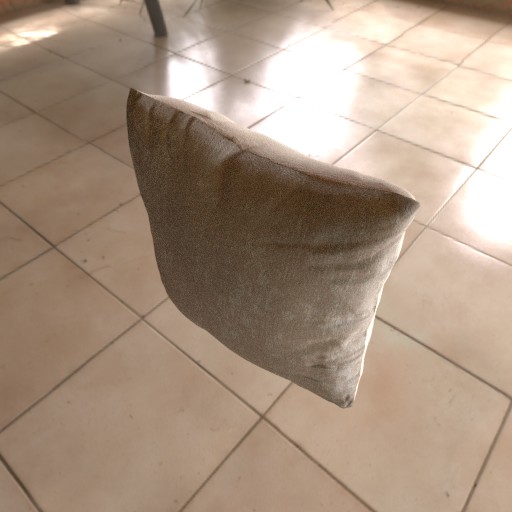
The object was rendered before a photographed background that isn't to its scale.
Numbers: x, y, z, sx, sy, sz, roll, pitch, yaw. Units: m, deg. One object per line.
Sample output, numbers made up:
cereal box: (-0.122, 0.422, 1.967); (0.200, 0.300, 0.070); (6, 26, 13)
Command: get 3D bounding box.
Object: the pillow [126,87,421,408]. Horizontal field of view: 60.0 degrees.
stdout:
pillow: (0.000, 0.000, 0.712); (0.450, 0.448, 0.245); (31, 53, 26)
